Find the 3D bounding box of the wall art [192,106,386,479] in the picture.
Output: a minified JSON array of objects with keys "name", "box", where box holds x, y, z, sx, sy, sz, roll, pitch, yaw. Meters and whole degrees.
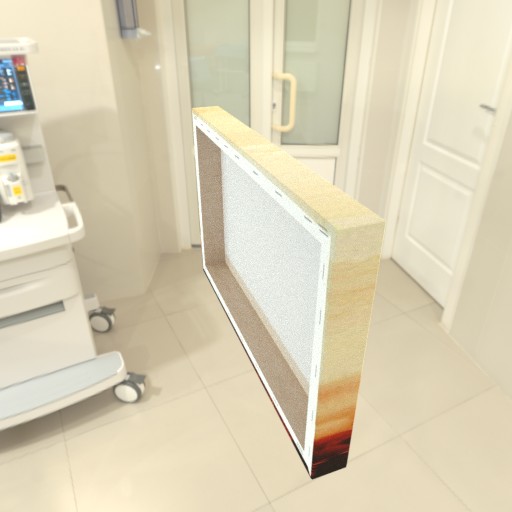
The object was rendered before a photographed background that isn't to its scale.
[{"name":"wall art","box":[0.000,0.000,0.496,0.037,0.251,0.383,-11,32,-18]}]
